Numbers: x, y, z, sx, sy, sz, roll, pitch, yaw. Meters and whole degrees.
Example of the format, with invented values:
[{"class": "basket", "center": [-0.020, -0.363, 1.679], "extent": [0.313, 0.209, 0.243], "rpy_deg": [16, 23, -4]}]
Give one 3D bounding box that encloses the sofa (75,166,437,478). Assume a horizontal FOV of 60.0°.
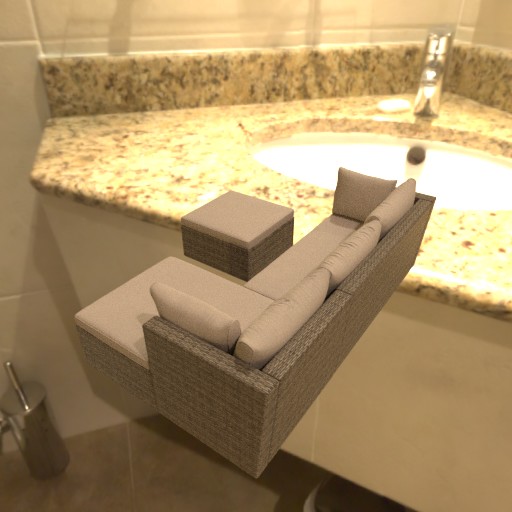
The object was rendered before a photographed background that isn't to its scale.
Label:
[{"class": "sofa", "center": [0.000, 0.000, 2.986], "extent": [1.662, 0.766, 2.192], "rpy_deg": [21, 38, 29]}]
